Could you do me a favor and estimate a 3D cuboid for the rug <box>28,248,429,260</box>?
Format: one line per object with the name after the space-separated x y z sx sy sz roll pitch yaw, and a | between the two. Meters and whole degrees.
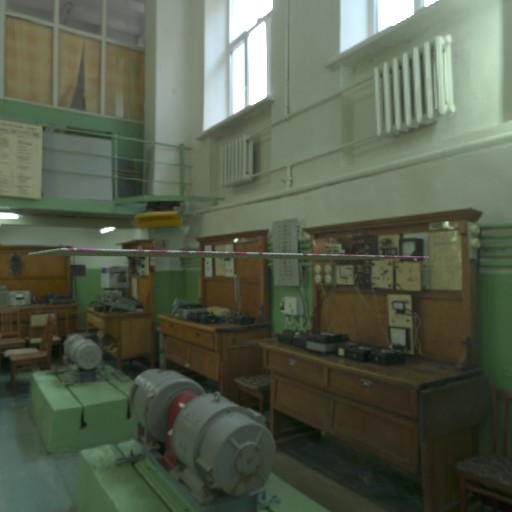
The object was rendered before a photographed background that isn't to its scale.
0.000 0.000 2.771 2.458 0.011 0.787 1 -2 -35 | rug
